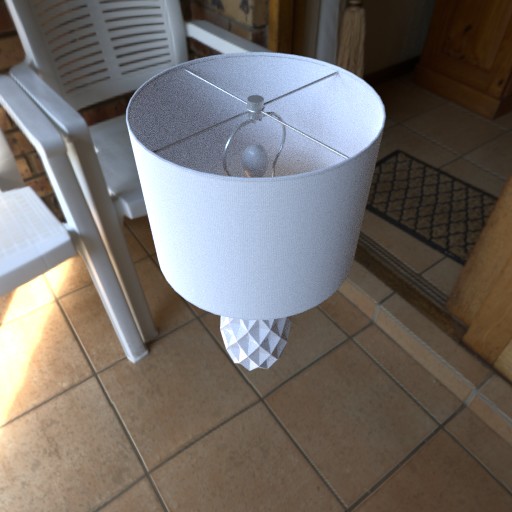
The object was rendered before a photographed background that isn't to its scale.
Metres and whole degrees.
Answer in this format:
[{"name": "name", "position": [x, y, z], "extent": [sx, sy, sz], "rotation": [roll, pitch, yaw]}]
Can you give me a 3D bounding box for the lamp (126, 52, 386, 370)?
[{"name": "lamp", "position": [0.000, 0.000, 0.701], "extent": [0.297, 0.522, 0.297], "rotation": [0, 46, 0]}]
